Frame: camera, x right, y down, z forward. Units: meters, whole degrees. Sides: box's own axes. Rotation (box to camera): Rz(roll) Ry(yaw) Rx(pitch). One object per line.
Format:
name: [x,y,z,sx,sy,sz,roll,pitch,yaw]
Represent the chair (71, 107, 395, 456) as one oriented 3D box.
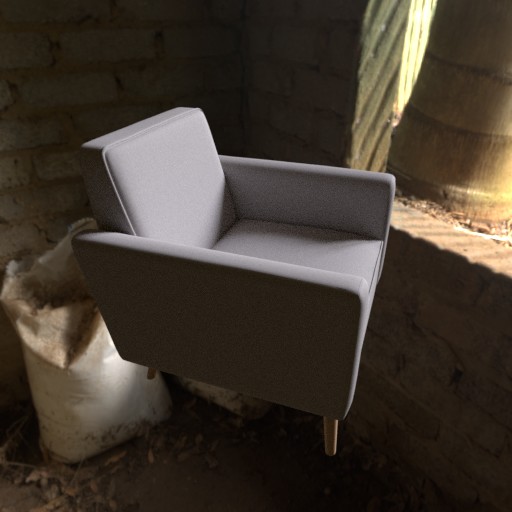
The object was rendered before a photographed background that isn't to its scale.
chair: [0.000,0.000,1.394,0.750,0.780,0.780,10,31,17]
